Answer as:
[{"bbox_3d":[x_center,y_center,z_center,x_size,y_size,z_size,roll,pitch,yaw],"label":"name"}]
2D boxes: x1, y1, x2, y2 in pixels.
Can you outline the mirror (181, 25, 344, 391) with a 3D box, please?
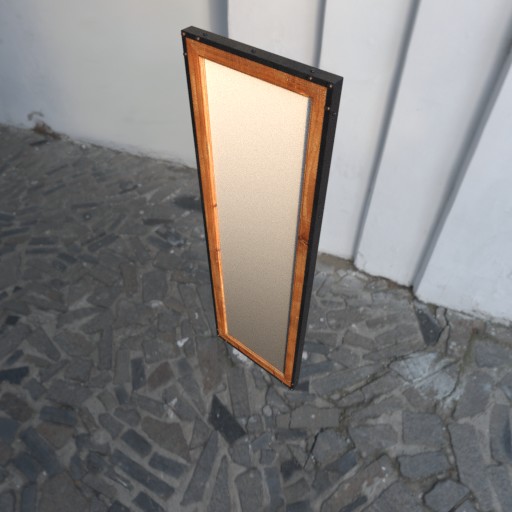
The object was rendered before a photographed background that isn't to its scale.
[{"bbox_3d":[0.000,0.000,1.184,0.354,1.080,0.042,31,54,26],"label":"mirror"}]
